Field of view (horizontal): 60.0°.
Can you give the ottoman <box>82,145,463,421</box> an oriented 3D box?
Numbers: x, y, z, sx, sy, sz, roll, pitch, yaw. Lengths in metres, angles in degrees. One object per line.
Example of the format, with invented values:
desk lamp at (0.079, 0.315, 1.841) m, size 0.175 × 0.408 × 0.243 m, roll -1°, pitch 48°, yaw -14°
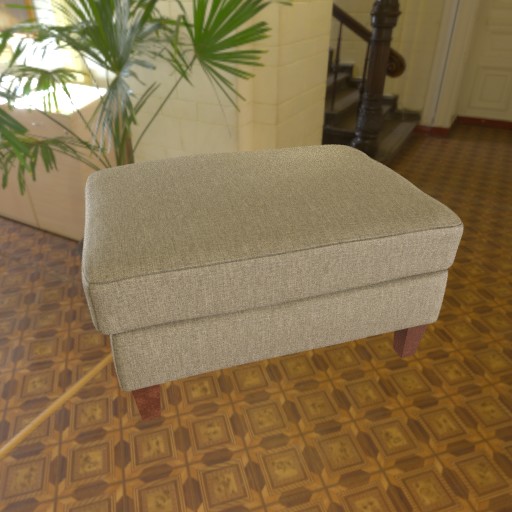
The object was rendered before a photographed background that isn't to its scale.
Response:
ottoman at (0.000, 0.000, 1.276) m, size 0.873 × 0.494 × 0.639 m, roll -9°, pitch 33°, yaw -14°
